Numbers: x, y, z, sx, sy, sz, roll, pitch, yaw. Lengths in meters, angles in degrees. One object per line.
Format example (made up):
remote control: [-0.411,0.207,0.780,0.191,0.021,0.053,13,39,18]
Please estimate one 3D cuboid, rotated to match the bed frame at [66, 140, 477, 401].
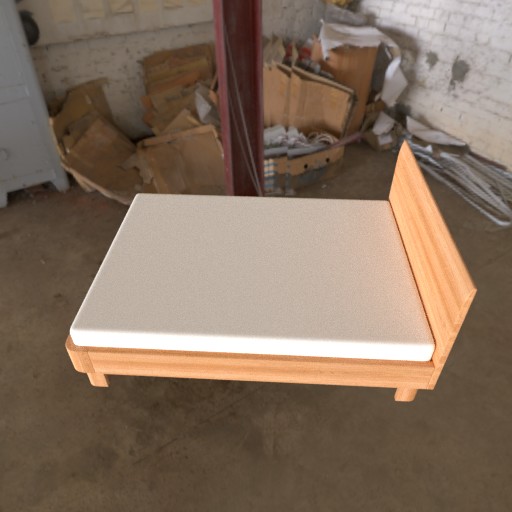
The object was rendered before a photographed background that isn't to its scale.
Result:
bed frame: [0.000,0.000,2.813,1.992,0.940,1.472,2,40,2]
